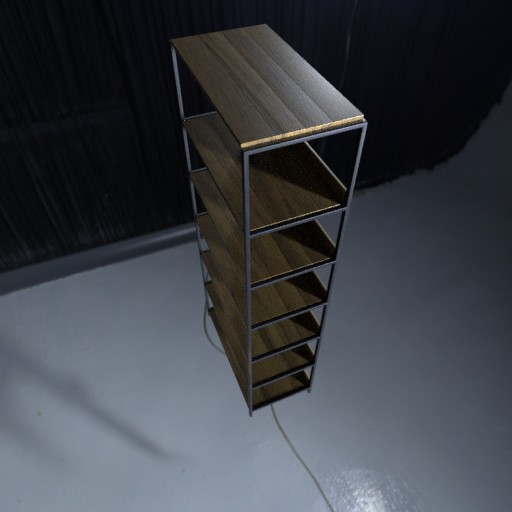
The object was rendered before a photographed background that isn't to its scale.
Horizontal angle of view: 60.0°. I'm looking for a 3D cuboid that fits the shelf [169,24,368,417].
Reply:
[{"bbox_3d":[0.000,0.000,2.374,0.431,2.015,0.847,-17,51,-15],"label":"shelf"}]
